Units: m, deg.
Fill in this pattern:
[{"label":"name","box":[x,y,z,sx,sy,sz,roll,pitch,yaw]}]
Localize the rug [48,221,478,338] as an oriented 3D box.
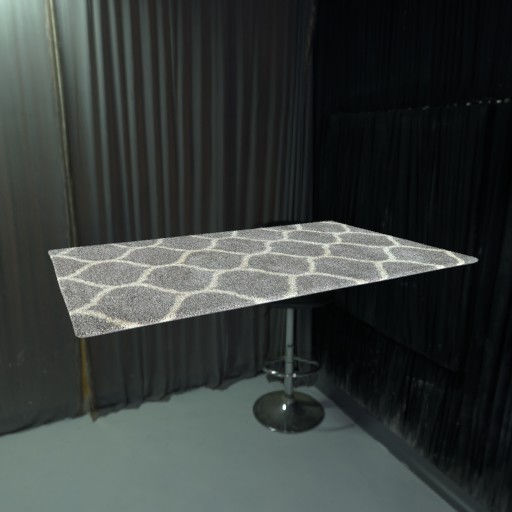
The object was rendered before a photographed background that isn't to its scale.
[{"label":"rug","box":[0.000,0.000,2.857,2.348,0.025,1.501,-8,17,-27]}]
